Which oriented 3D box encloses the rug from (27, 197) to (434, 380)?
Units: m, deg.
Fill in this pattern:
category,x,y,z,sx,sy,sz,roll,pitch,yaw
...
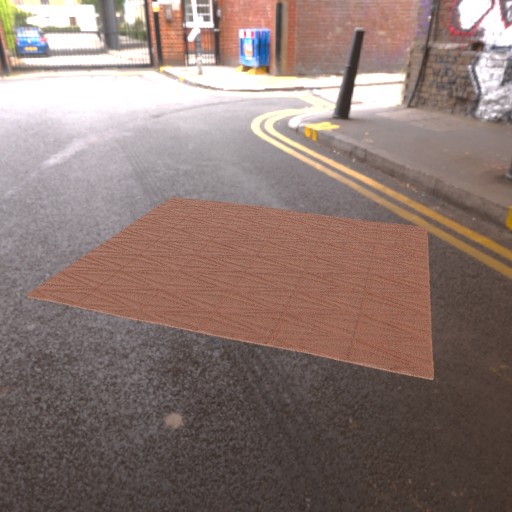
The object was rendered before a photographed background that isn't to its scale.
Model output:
category,x,y,z,sx,sy,sz,roll,pitch,yaw
rug,0.000,0.000,4.116,3.052,0.043,2.453,8,28,16
